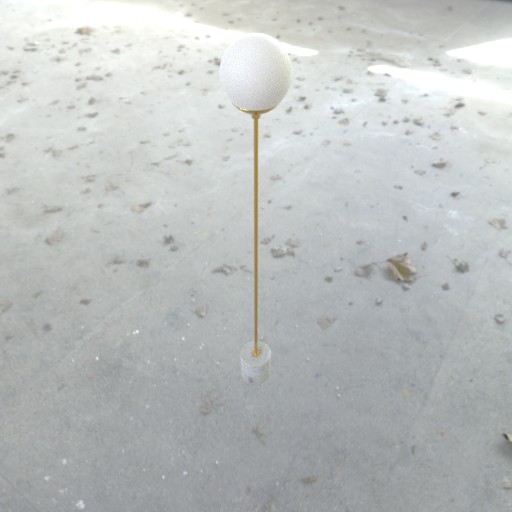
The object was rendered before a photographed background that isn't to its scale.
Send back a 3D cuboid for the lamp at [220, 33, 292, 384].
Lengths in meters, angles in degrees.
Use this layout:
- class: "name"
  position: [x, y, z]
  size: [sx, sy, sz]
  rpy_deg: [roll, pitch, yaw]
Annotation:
- class: "lamp"
  position: [0.000, 0.000, 1.884]
  size: [0.224, 1.753, 0.224]
  rpy_deg: [25, 48, 25]
